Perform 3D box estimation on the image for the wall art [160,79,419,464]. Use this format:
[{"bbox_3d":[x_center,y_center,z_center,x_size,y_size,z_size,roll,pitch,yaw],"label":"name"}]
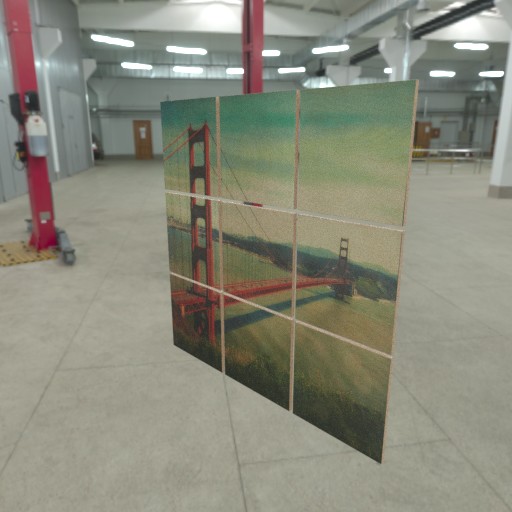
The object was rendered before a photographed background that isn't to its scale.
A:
[{"bbox_3d":[0.000,0.000,1.318,0.012,0.910,0.917,-15,21,-42],"label":"wall art"}]
